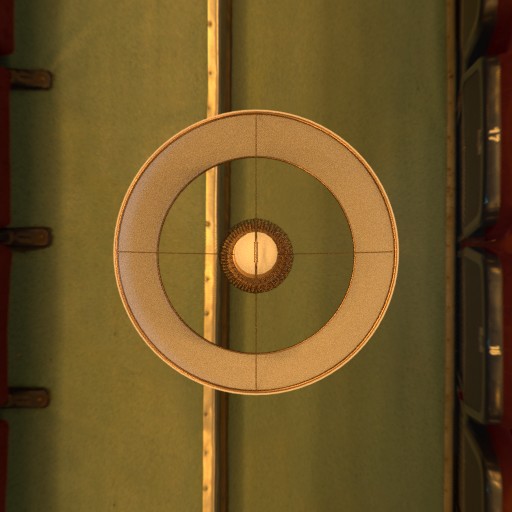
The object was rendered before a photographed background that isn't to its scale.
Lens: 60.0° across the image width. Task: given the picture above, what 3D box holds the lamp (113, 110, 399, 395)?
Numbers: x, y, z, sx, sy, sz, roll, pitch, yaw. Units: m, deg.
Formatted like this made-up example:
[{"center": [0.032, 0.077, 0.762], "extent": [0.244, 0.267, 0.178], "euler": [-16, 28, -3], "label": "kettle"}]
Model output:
[{"center": [0.000, 0.000, 0.632], "extent": [0.252, 0.483, 0.252], "euler": [0, 89, 0], "label": "lamp"}]
